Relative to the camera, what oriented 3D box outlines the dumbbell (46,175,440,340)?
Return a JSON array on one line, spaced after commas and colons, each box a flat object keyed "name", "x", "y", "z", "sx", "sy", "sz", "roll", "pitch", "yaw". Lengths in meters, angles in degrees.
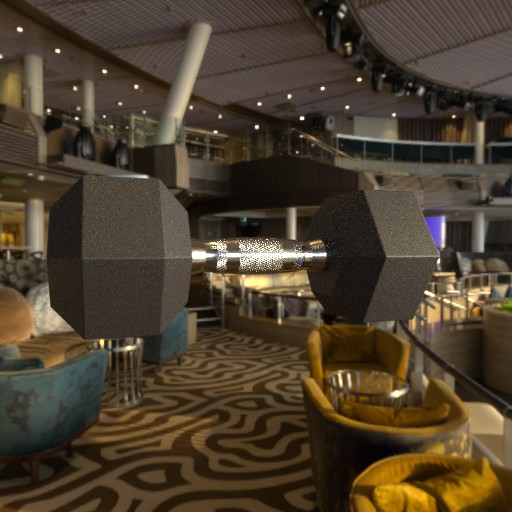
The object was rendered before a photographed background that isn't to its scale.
[{"name": "dumbbell", "x": 0.000, "y": 0.000, "z": 0.376, "sx": 0.315, "sy": 0.113, "sz": 0.129, "roll": 0, "pitch": 1, "yaw": -19}]
